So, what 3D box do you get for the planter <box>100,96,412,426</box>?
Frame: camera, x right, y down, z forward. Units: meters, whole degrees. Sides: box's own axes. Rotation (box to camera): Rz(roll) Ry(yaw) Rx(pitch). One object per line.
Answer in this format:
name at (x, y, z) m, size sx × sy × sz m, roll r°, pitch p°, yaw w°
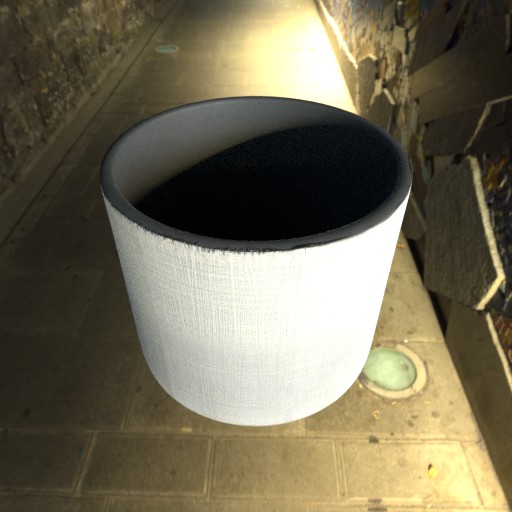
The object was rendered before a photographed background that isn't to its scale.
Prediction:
planter at (0.000, 0.000, 0.388) m, size 0.226 × 0.201 × 0.226 m, roll 0°, pitch 41°, yaw 0°
